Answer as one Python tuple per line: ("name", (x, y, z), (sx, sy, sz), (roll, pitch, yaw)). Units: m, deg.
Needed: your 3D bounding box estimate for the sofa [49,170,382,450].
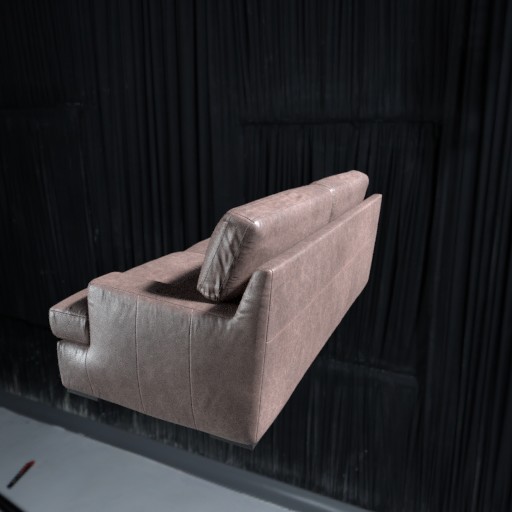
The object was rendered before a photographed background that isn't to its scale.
("sofa", (0.000, 0.000, 2.739), (1.143, 0.941, 2.261), (7, 17, 24))
